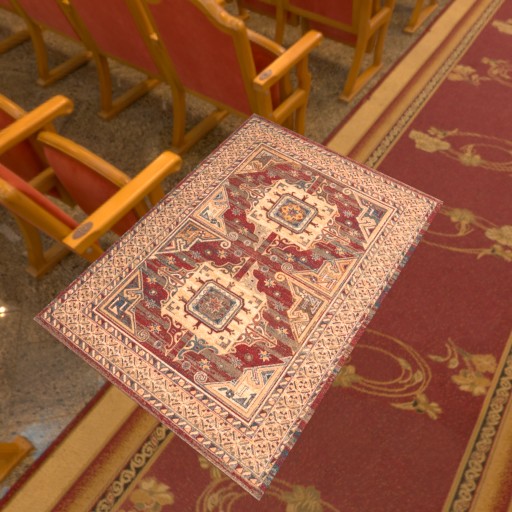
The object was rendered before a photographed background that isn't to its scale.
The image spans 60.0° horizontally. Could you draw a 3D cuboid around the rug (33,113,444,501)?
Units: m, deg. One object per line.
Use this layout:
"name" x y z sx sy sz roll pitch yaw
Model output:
"rug" 0.000 0.000 2.805 1.599 0.011 2.210 31 62 18
